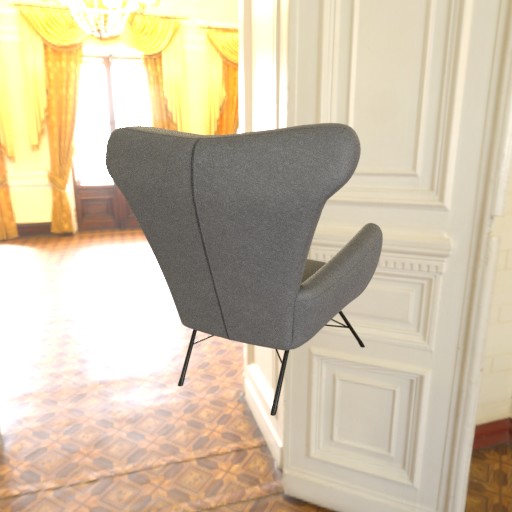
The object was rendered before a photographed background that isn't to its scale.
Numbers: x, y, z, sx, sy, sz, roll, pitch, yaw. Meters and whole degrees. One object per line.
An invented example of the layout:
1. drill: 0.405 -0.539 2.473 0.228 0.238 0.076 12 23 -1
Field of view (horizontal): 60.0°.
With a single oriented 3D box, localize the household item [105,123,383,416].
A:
1. household item: 0.000 0.000 1.861 0.980 1.050 0.900 8 17 27
